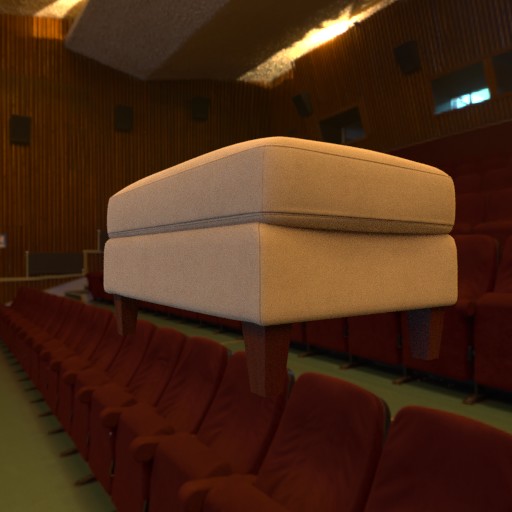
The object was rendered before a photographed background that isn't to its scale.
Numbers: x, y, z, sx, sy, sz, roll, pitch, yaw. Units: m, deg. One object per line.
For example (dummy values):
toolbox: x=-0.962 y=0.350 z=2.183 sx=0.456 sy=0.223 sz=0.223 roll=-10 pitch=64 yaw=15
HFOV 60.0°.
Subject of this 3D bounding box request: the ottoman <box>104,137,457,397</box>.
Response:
ottoman: x=0.000 y=0.000 z=1.212 sx=0.584 sy=0.483 sz=0.864 roll=0 pitch=0 yaw=-35
